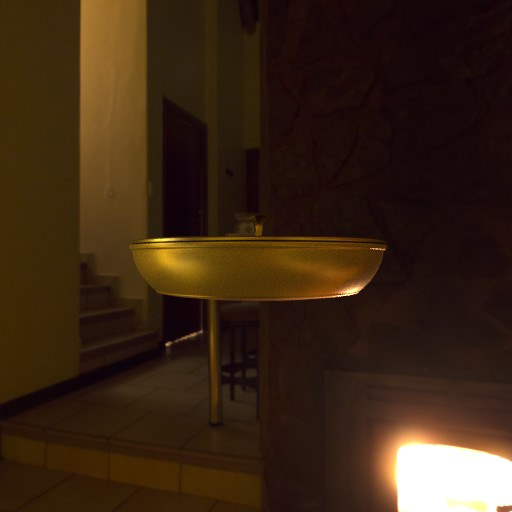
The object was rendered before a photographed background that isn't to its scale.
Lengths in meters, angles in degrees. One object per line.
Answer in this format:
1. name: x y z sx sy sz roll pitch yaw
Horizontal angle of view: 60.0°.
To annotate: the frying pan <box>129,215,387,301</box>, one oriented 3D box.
1. frying pan: 0.000 0.000 0.597 0.272 0.086 0.490 0 0 -1
